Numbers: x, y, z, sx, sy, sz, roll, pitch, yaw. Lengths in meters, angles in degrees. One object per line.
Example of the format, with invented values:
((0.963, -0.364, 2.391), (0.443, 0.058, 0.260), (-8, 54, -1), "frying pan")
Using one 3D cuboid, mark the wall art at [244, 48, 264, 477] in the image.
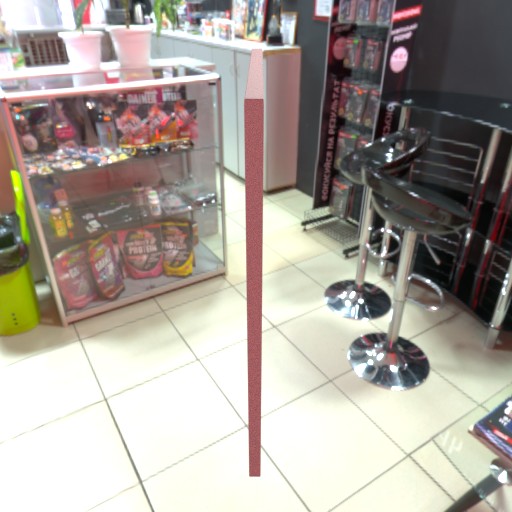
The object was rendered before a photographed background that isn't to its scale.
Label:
((0.000, 0.000, 0.600), (0.015, 0.477, 0.332), (0, 31, 0), "wall art")
